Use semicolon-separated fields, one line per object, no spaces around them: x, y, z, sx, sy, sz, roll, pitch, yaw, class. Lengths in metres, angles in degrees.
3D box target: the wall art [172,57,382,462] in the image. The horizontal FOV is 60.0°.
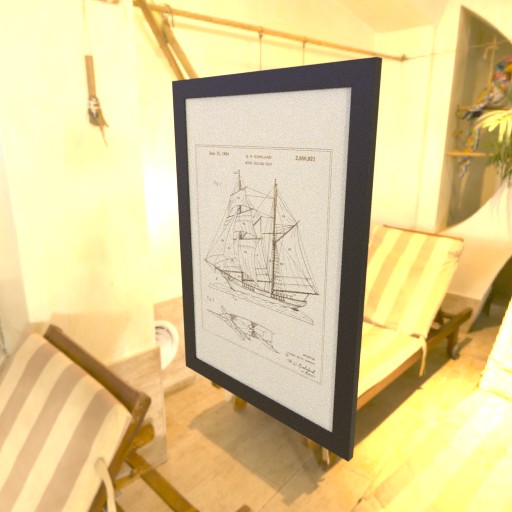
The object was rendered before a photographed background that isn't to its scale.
0.000;0.000;0.691;0.381;0.534;0.013;15;22;42;wall art
